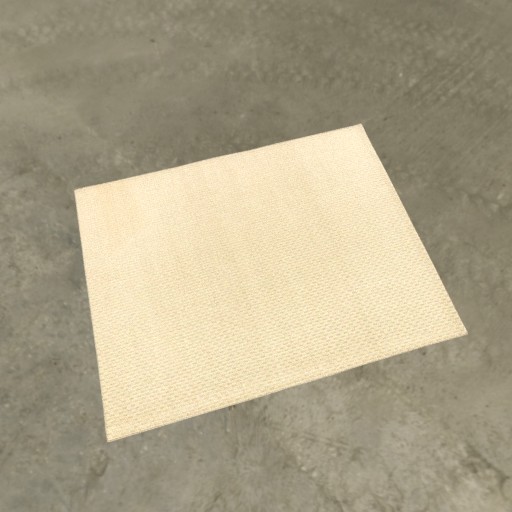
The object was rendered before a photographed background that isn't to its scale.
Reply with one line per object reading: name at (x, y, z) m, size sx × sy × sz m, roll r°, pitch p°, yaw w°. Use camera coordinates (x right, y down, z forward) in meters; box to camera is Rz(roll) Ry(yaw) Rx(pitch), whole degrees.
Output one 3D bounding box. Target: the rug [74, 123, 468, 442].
rug at (0.000, 0.000, 3.852) m, size 2.897 × 0.035 × 2.277 m, roll -15°, pitch 65°, yaw -7°
